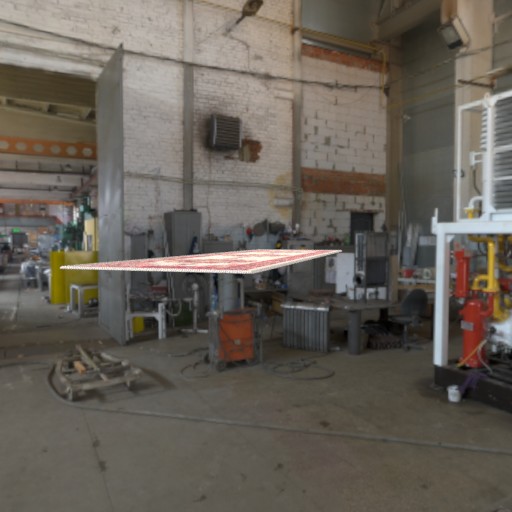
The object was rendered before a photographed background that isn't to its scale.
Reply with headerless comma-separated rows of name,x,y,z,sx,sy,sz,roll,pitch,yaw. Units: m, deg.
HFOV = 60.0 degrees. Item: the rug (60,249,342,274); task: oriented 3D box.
rug,0.000,0.000,2.001,0.562,0.009,1.824,1,2,18
